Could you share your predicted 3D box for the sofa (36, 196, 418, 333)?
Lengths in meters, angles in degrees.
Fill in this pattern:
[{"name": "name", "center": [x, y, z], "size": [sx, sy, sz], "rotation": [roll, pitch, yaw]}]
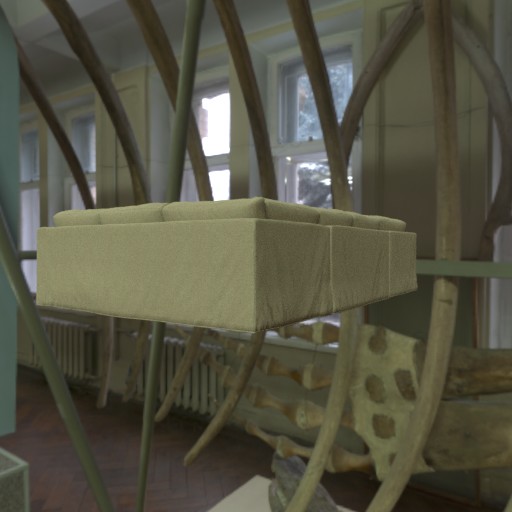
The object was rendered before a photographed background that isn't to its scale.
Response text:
[{"name": "sofa", "center": [0.000, 0.000, 4.716], "size": [2.476, 0.878, 3.528], "rotation": [1, 1, 35]}]
